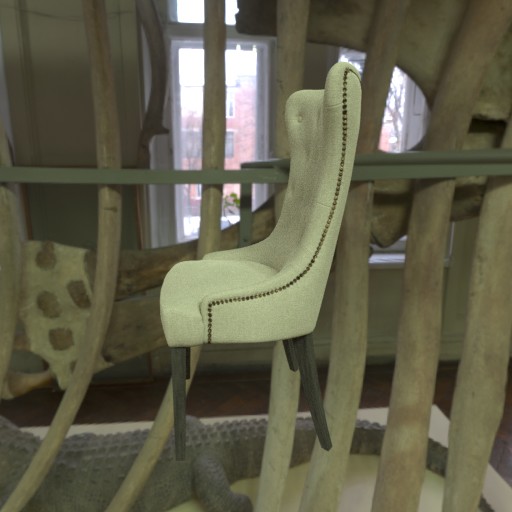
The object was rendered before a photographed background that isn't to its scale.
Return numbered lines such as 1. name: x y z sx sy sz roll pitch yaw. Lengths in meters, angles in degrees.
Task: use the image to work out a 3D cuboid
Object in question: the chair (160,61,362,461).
1. chair: 0.000 0.000 1.406 0.590 1.065 0.584 -1 13 -6
